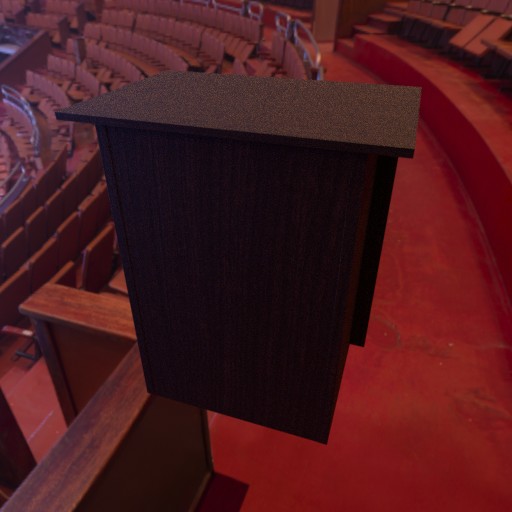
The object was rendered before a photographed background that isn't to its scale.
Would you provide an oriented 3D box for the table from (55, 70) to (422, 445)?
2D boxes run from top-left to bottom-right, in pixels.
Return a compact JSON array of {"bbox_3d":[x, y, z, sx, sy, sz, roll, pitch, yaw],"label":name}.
[{"bbox_3d":[0.000,0.000,1.032,0.591,0.711,0.406,10,34,16],"label":"table"}]
